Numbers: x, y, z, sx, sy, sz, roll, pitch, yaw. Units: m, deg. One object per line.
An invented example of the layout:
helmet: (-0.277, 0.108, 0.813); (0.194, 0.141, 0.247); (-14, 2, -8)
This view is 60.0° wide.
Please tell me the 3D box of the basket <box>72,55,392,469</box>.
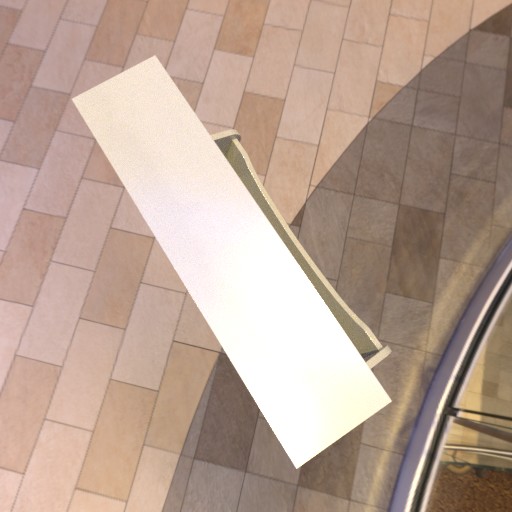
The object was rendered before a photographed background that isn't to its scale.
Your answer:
basket: (0.000, 0.000, 1.088); (0.350, 0.600, 0.780); (-32, 77, -8)
